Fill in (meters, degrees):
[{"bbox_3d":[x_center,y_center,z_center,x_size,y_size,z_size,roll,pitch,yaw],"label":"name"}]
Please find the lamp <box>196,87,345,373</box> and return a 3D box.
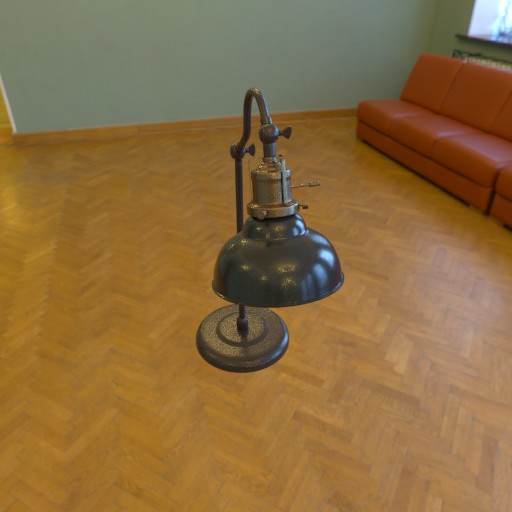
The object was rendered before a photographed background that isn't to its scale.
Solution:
[{"bbox_3d":[0.000,0.000,0.705,0.192,0.508,0.374,-10,33,-15],"label":"lamp"}]
